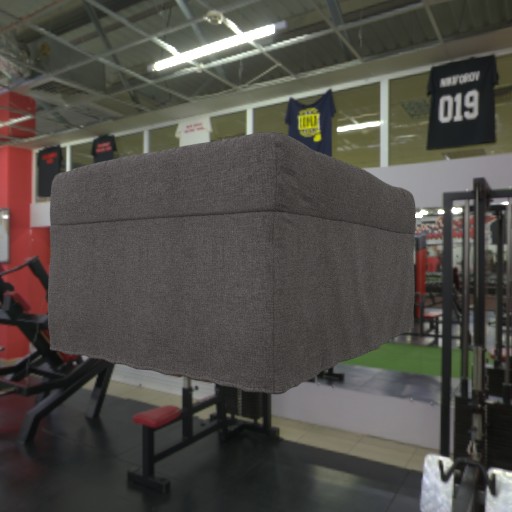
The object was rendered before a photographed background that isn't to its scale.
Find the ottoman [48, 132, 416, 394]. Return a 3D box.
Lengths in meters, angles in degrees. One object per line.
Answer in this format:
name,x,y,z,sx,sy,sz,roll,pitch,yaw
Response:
ottoman,0.000,0.000,1.205,0.652,0.492,0.833,0,0,34
